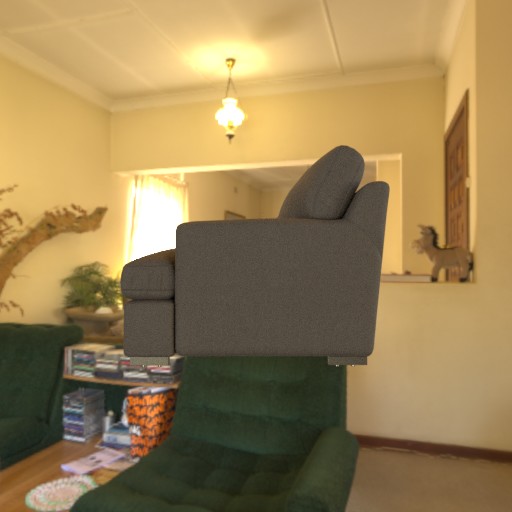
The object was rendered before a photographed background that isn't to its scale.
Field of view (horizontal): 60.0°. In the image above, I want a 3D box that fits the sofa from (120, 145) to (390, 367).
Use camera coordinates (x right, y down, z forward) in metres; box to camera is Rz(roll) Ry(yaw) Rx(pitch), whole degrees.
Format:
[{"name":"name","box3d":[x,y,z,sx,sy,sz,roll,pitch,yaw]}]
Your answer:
[{"name":"sofa","box3d":[0.000,0.000,2.933,1.140,0.950,2.271,0,-1,0]}]
